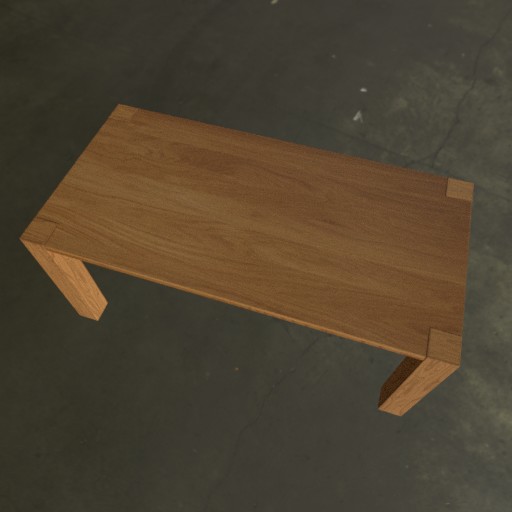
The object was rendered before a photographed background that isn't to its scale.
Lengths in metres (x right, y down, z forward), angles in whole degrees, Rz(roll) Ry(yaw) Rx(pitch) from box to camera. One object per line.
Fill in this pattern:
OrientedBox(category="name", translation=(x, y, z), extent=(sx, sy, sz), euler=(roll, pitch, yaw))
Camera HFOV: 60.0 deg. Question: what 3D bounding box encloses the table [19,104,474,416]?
OrientedBox(category="table", translation=(0.000, 0.000, 2.260), extent=(1.800, 0.760, 0.900), euler=(15, 59, 9))
